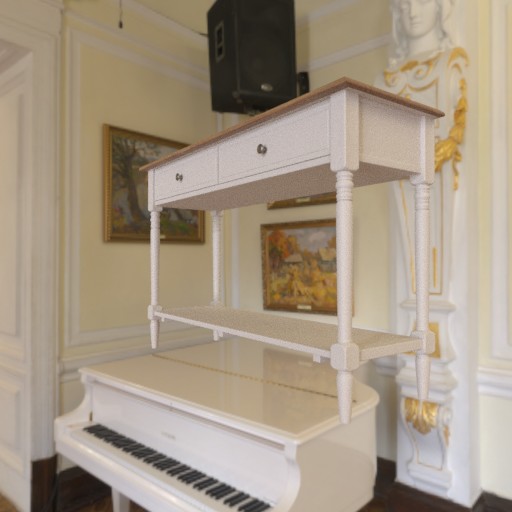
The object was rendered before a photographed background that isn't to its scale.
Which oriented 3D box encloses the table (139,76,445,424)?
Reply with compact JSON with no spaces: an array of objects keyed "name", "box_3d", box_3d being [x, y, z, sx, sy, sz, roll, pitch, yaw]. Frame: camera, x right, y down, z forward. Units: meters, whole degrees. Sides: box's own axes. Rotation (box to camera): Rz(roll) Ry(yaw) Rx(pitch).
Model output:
[{"name":"table","box_3d":[0.000,0.000,1.591,0.399,0.800,1.219,0,-1,-36]}]
